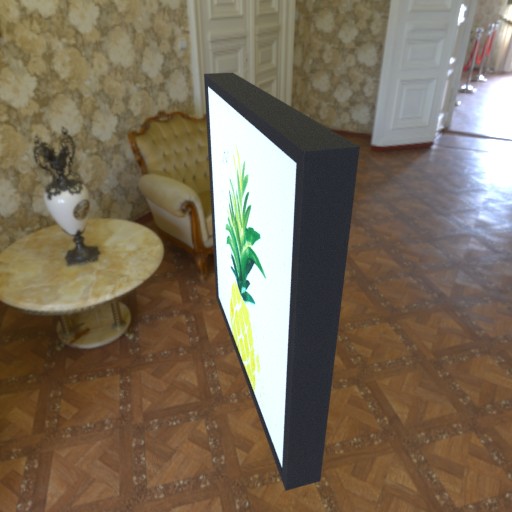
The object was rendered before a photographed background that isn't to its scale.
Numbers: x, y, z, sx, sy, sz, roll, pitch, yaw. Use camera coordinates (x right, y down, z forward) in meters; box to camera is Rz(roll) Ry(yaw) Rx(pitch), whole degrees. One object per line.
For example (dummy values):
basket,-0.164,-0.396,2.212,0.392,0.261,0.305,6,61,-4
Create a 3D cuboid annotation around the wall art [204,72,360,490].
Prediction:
wall art,0.000,0.000,0.446,0.033,0.304,0.305,-8,31,-14
